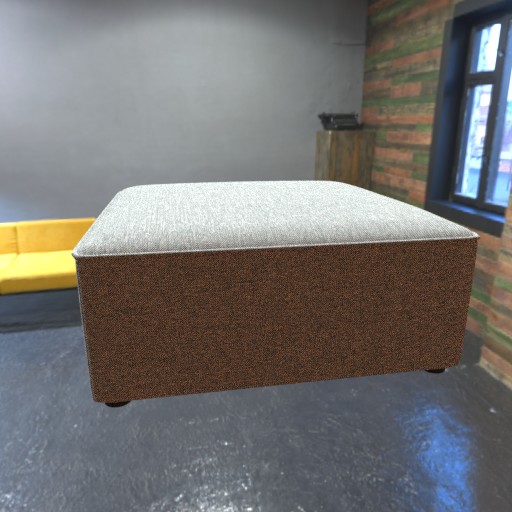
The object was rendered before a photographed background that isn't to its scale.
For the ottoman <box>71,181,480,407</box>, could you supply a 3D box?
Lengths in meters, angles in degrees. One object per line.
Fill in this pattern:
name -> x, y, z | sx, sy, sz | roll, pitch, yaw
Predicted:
ottoman -> 0.000, 0.000, 1.548 | 1.005, 0.455, 1.005 | -3, 17, -10
